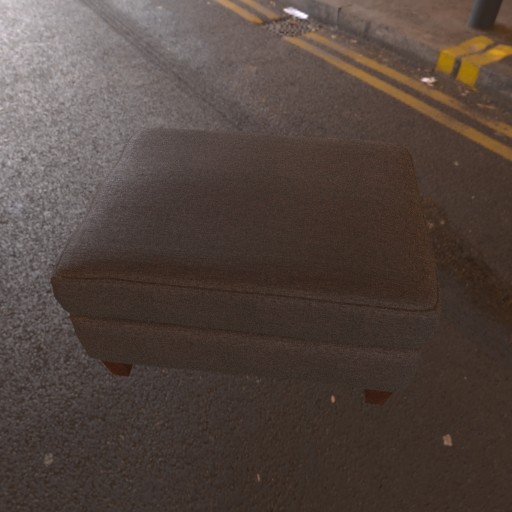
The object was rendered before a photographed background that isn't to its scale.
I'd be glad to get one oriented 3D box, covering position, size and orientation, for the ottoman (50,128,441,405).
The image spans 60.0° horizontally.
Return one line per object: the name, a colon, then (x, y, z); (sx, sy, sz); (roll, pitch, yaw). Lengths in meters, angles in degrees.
ottoman: (0.000, 0.000, 1.227); (0.826, 0.496, 0.639); (5, 46, 5)
